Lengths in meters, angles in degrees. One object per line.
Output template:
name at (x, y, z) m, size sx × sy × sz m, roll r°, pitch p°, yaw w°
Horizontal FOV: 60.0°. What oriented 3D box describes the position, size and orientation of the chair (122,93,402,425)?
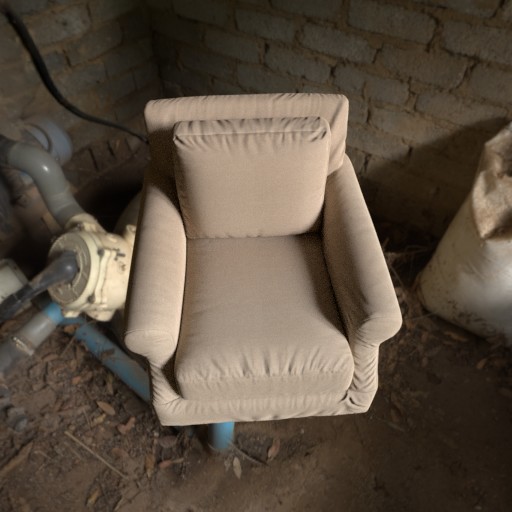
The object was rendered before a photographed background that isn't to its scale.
chair at (0.000, 0.000, 1.763) m, size 0.940 × 0.866 × 1.066 m, roll -3°, pitch 48°, yaw -3°
